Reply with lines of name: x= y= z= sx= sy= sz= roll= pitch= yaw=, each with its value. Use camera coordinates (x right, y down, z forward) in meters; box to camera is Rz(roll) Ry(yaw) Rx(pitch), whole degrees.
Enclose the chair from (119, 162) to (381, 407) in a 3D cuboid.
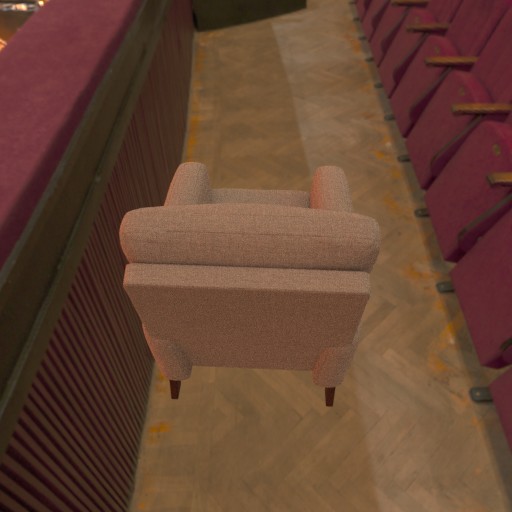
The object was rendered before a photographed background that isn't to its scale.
chair: x=0.000 y=0.000 z=1.677 sx=0.762 sy=0.990 sz=0.990 roll=2 pitch=46 yaw=2
